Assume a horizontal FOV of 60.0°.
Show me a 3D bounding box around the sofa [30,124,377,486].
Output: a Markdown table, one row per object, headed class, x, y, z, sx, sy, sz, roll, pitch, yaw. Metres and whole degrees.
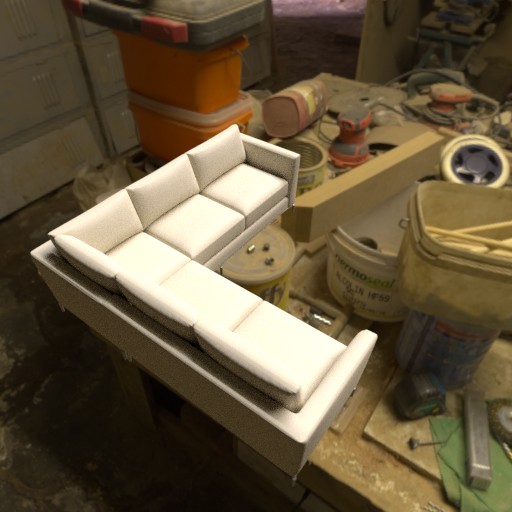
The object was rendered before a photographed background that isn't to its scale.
| class | x | y | z | sx | sy | sz | roll | pitch | yaw |
| --- | --- | --- | --- | --- | --- | --- | --- | --- | --- |
| sofa | 0.000 | 0.000 | 3.651 | 2.430 | 0.867 | 2.448 | 27 | 49 | 26 |
